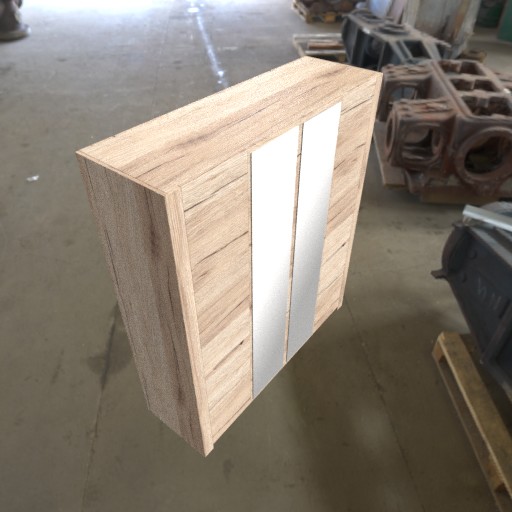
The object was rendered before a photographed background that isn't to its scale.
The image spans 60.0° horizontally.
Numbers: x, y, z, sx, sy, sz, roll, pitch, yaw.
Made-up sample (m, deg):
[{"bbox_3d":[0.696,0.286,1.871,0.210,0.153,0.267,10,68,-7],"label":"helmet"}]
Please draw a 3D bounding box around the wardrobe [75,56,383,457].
[{"bbox_3d":[0.000,0.000,3.003,0.580,2.070,1.810,27,47,29],"label":"wardrobe"}]
